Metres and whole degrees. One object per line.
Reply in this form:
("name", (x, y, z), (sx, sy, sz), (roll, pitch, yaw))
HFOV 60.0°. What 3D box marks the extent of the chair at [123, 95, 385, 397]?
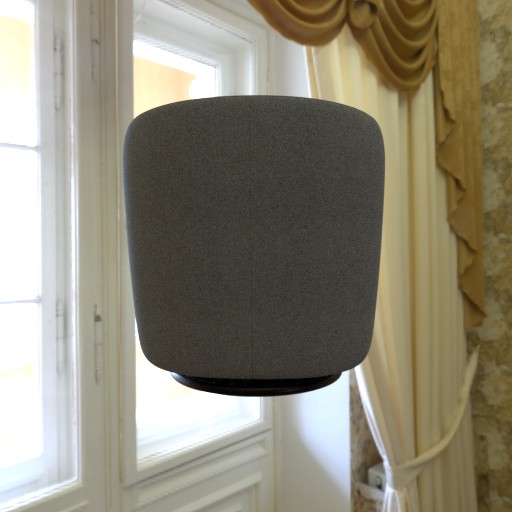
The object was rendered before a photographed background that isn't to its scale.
("chair", (0.000, 0.000, 1.644), (0.822, 0.861, 0.986), (0, 1, 2))
